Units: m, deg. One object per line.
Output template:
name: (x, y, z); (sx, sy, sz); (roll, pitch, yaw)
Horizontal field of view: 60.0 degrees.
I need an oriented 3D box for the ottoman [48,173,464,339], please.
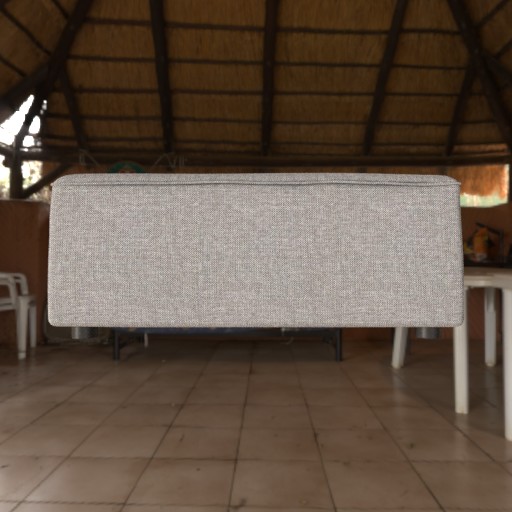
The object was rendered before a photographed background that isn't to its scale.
ottoman: (0.000, 0.000, 1.552); (1.017, 0.423, 1.023); (0, -1, 0)
